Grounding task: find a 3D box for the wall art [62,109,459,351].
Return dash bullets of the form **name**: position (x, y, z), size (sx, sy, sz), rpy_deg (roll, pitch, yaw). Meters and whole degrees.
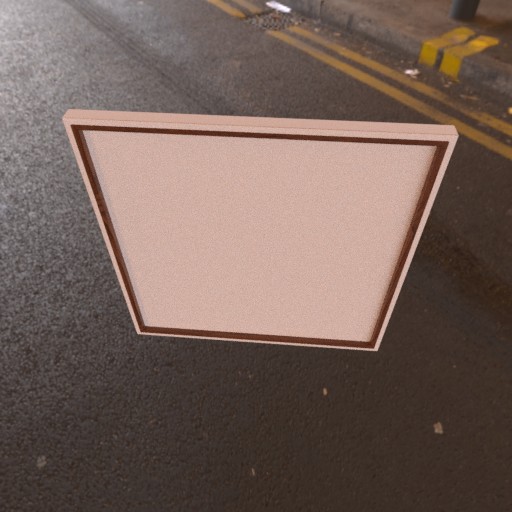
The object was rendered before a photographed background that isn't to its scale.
- **wall art**: position (0.000, 0.000, 1.505), size (1.009, 1.009, 0.049), rpy_deg (3, 47, 3)
